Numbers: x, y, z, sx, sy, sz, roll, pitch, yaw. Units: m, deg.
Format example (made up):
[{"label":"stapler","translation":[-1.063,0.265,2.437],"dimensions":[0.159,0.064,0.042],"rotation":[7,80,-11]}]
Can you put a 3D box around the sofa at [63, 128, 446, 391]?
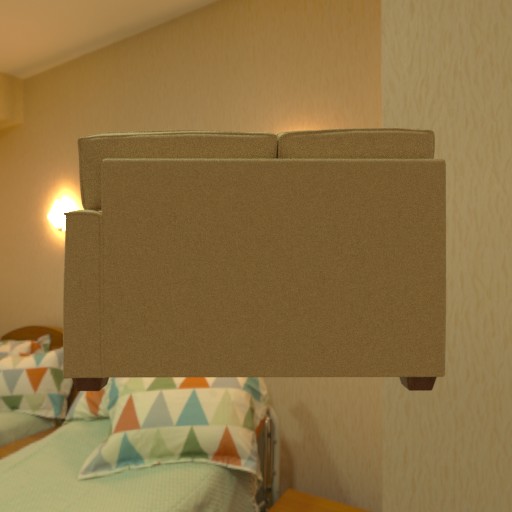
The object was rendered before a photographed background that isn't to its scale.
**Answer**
[{"label":"sofa","translation":[0.000,0.000,2.042],"dimensions":[1.388,0.989,0.991],"rotation":[0,-1,0]}]
